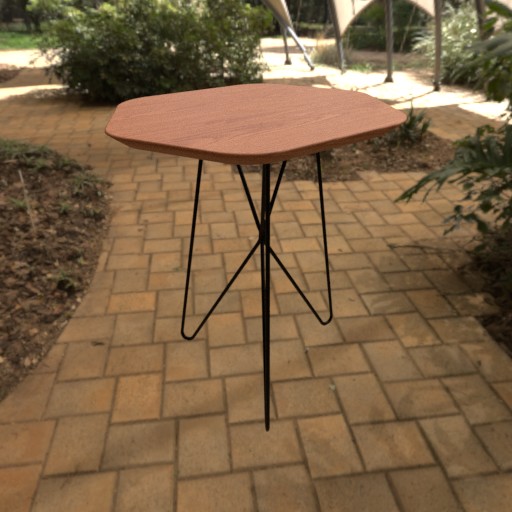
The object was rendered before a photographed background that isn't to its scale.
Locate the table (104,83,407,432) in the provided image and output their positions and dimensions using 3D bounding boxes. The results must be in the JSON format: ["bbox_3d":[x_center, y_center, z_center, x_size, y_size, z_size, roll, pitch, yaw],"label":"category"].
[{"bbox_3d":[0.000,0.000,0.870,0.500,0.562,0.400,-21,36,-31],"label":"table"}]
